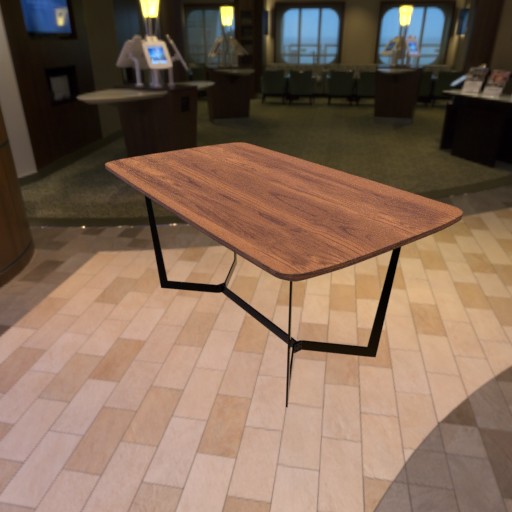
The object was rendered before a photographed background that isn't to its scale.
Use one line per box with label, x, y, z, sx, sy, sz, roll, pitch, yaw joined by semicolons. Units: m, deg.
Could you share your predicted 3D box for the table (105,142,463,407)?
table;0.000;0.000;2.253;0.949;0.765;1.643;-18;31;-32
